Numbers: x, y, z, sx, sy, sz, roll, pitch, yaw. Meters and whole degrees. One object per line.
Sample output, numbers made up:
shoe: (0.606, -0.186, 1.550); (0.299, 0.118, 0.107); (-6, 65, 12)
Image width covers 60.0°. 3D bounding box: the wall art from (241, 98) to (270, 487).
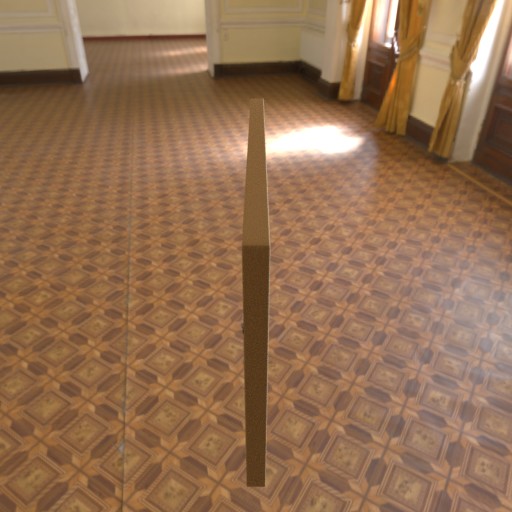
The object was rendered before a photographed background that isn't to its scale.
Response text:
wall art: (0.000, 0.000, 0.492); (0.019, 0.254, 0.380); (0, 32, 0)
